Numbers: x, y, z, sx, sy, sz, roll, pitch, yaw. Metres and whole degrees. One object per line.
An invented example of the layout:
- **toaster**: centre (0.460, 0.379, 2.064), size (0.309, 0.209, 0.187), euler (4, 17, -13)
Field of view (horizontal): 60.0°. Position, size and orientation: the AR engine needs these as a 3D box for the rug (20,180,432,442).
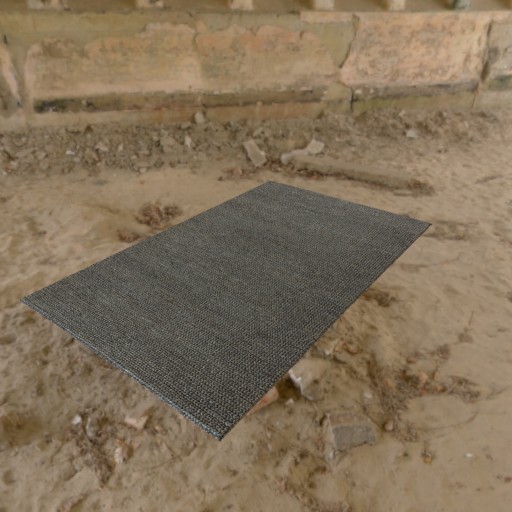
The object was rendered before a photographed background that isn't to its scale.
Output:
- **rug**: centre (0.000, 0.000, 2.965), size (1.538, 0.021, 2.443), euler (21, 36, 32)
